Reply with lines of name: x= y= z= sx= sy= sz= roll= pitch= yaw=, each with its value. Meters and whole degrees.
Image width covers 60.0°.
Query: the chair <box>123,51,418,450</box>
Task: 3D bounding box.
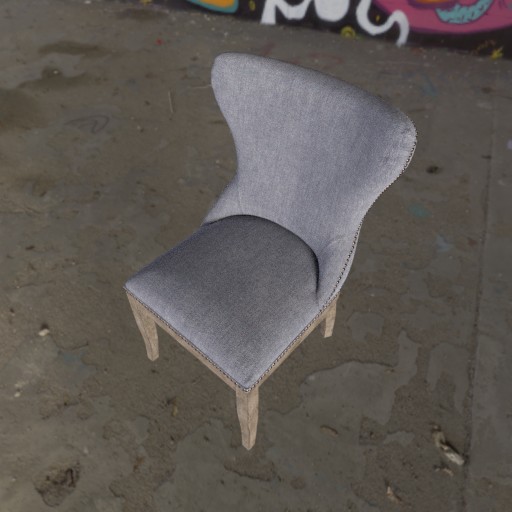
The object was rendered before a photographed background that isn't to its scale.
chair: x=0.000 y=0.000 z=1.414 sx=0.654 sy=1.002 sz=0.681 roll=33 pitch=55 yaw=27
